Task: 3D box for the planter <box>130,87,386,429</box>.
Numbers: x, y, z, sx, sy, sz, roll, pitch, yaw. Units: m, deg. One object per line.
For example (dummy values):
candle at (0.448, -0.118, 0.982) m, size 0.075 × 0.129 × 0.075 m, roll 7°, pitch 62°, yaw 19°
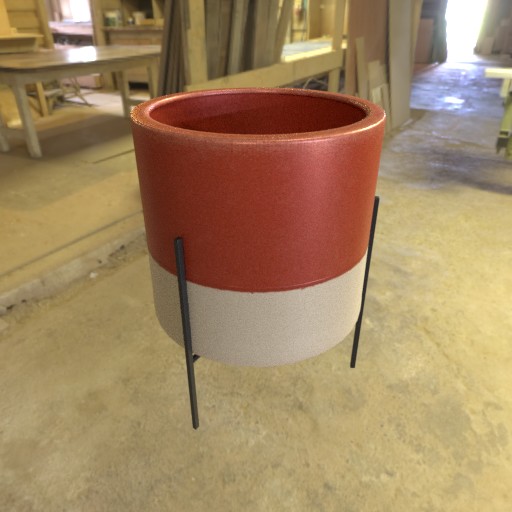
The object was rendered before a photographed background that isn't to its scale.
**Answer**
planter at (0.000, 0.000, 0.718) m, size 0.345 × 0.465 × 0.354 m, roll 18°, pitch 34°, yaw 29°
